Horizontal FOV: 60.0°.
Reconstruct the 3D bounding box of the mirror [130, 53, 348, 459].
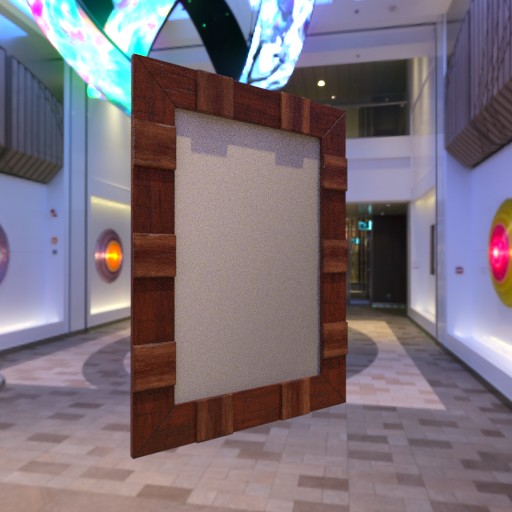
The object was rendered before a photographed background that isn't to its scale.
[{"bbox_3d":[0.000,0.000,1.053,0.600,0.805,0.021,0,0,-35],"label":"mirror"}]
